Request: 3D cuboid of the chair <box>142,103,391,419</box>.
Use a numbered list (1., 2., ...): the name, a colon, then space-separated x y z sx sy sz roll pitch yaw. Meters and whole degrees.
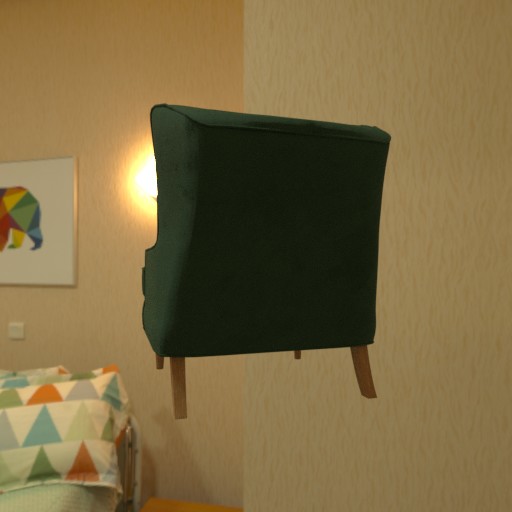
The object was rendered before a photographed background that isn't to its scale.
1. chair: 0.000 0.000 1.653 0.793 0.952 0.910 0 -1 -18
